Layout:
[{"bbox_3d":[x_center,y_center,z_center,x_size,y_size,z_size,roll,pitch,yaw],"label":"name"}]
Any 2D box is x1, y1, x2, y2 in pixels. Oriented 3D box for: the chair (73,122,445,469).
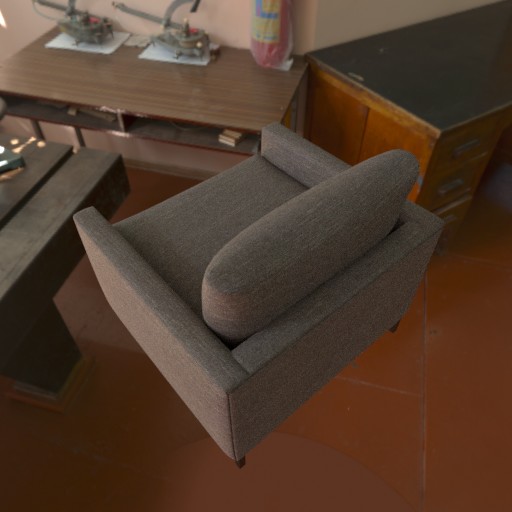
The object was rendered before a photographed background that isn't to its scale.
[{"bbox_3d":[0.000,0.000,1.581,0.940,0.841,0.845,-32,55,-26],"label":"chair"}]
